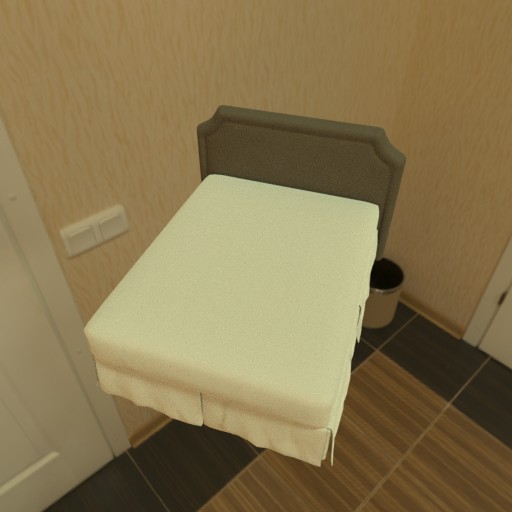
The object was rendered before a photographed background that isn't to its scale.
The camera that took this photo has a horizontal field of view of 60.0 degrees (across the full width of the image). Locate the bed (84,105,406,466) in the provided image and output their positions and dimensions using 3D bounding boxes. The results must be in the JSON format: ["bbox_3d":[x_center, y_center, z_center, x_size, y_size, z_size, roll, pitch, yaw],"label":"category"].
[{"bbox_3d":[0.000,0.000,3.291,1.831,1.297,2.181,13,43,14],"label":"bed"}]
